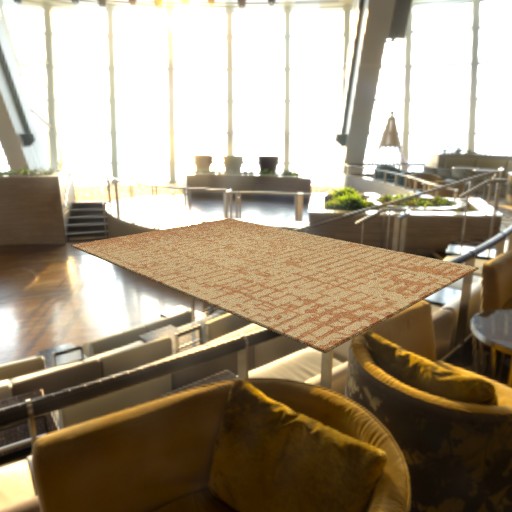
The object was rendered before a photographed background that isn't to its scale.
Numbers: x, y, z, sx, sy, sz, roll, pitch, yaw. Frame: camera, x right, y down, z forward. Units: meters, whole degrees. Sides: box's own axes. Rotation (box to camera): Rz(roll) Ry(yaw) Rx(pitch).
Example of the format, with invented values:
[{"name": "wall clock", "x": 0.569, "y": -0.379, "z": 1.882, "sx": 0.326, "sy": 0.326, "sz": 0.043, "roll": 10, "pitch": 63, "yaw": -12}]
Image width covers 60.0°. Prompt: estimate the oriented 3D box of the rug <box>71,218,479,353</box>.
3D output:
[{"name": "rug", "x": 0.000, "y": 0.000, "z": 2.353, "sx": 1.219, "sy": 0.011, "sz": 1.829, "roll": -15, "pitch": 21, "yaw": -43}]
